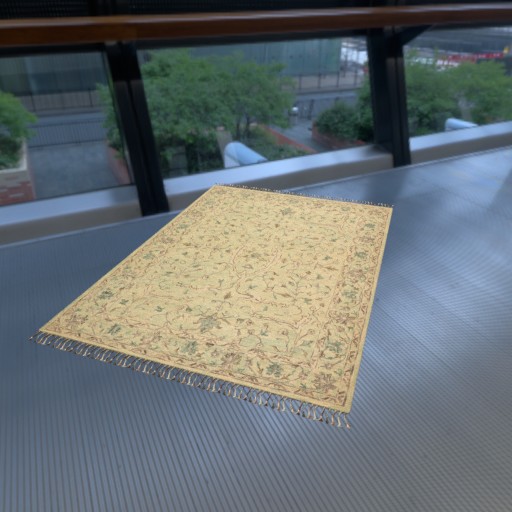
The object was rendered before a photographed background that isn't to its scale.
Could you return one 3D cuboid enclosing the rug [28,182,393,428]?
[{"bbox_3d":[0.000,0.000,2.252,1.247,0.008,1.802,10,31,17],"label":"rug"}]
